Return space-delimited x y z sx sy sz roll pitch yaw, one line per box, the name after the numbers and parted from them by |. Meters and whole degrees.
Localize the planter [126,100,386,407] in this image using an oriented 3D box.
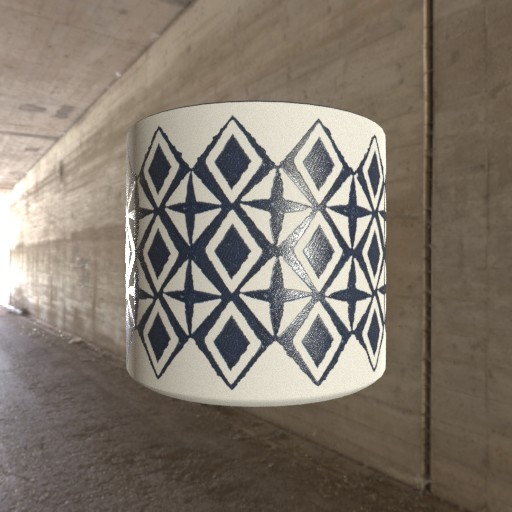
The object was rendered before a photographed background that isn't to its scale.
0.000 0.000 0.282 0.159 0.144 0.159 0 0 0 | planter
